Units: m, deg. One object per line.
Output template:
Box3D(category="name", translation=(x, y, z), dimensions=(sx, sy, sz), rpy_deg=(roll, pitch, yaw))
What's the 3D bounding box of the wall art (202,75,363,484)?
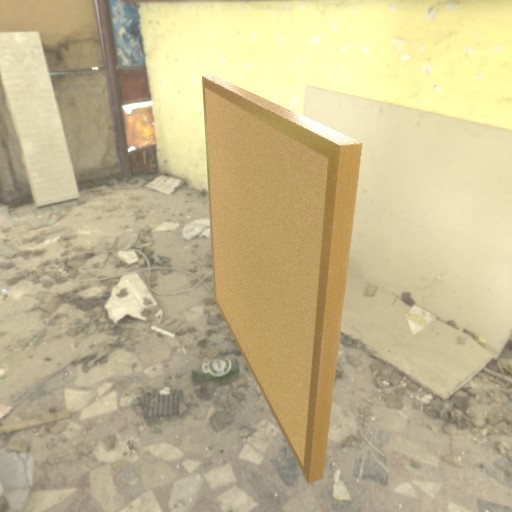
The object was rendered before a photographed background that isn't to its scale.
Box3D(category="wall art", translation=(0.000, 0.000, 1.119), dimensions=(0.037, 0.760, 0.762), rpy_deg=(-10, 31, -18))
